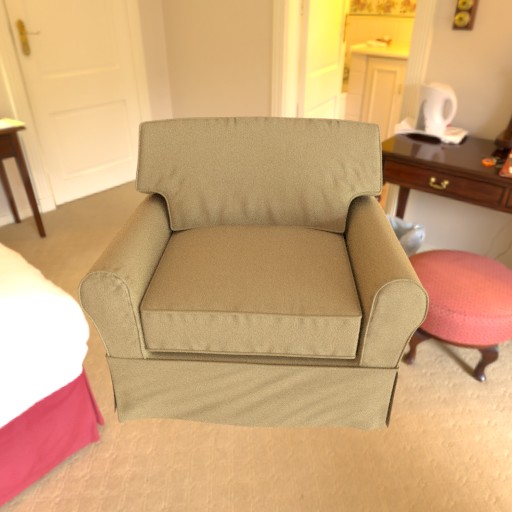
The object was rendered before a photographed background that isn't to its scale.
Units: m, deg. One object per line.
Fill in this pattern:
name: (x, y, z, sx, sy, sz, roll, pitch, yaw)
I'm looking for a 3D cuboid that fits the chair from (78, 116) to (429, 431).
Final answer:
chair: (0.000, 0.000, 1.749, 1.096, 0.937, 0.903, 2, 31, 3)
